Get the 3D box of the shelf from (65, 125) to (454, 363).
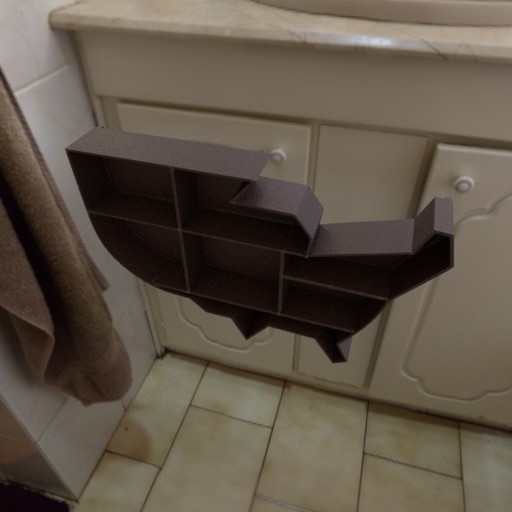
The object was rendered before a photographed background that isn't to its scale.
[{"bbox_3d":[0.000,0.000,0.940,0.729,0.439,0.112,12,42,14],"label":"shelf"}]
